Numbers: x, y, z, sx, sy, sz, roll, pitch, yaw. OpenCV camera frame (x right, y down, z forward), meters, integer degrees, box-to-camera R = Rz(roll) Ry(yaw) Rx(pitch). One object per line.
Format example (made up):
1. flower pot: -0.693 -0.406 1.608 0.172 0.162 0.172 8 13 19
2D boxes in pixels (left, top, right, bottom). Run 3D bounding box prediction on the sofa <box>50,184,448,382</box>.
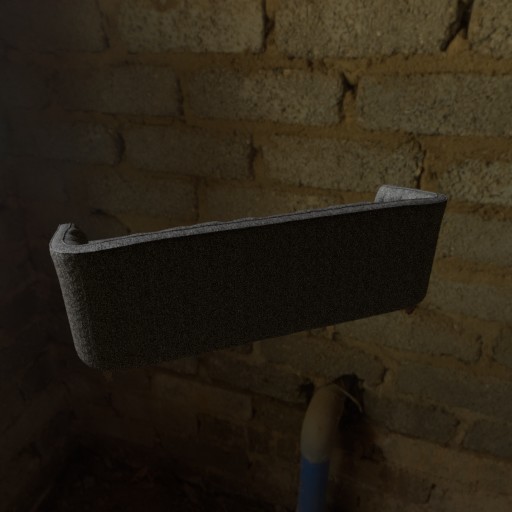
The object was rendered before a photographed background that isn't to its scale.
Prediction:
1. sofa: 0.000 0.000 2.811 2.278 0.855 0.941 -9 29 -17
